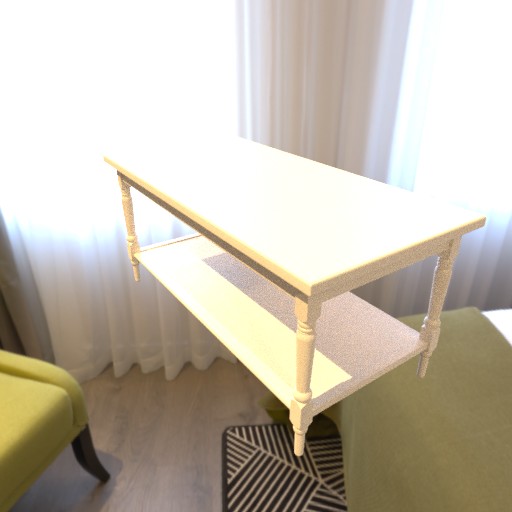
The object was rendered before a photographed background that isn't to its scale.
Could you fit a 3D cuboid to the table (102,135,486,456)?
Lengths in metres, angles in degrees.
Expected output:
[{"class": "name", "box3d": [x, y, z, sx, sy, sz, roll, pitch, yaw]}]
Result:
[{"class": "table", "box3d": [0.000, 0.000, 1.419, 0.550, 0.510, 1.107, -18, 32, -31]}]
